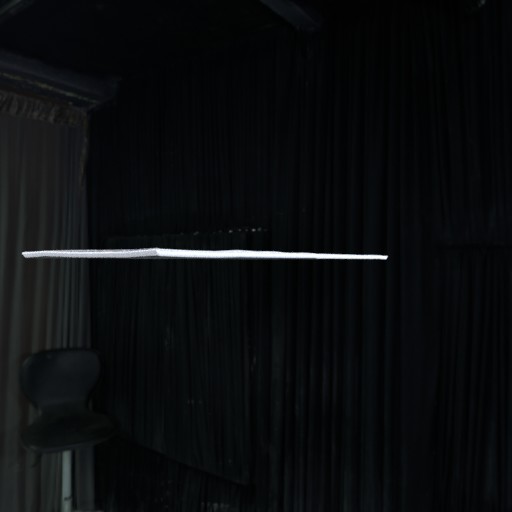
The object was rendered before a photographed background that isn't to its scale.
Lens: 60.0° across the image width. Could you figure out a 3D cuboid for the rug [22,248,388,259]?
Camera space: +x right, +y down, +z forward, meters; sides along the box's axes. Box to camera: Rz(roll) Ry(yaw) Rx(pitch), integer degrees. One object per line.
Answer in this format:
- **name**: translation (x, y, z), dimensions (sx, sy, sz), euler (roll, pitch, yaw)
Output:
- **rug**: translation (0.000, 0.000, 2.656), dimensions (0.832, 0.035, 2.381), euler (0, -1, 34)
